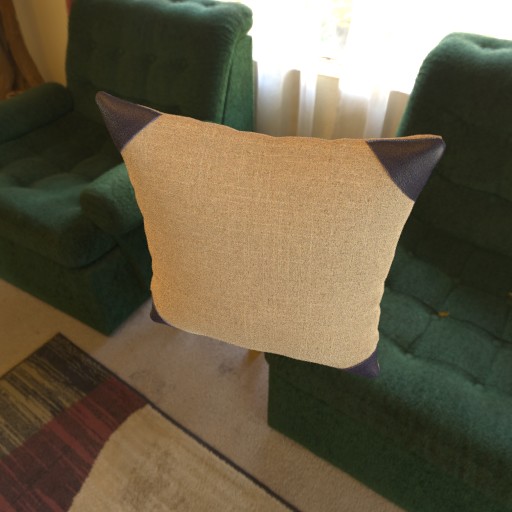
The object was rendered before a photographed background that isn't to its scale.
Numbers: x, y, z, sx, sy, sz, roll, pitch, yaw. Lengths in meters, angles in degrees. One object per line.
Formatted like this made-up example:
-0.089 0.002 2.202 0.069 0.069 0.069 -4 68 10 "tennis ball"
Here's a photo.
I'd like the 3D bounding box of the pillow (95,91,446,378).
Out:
0.000 0.000 0.665 0.440 0.441 0.147 11 42 12 "pillow"
